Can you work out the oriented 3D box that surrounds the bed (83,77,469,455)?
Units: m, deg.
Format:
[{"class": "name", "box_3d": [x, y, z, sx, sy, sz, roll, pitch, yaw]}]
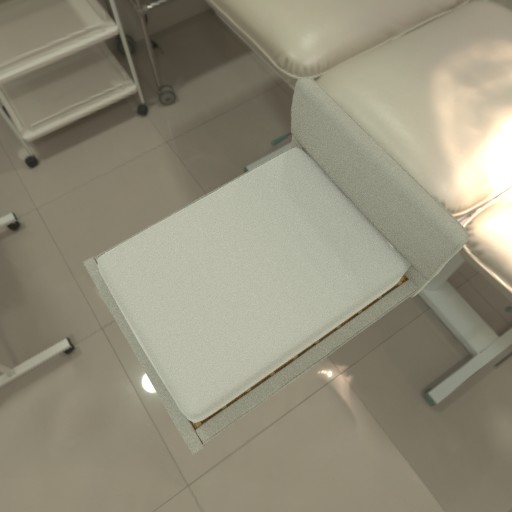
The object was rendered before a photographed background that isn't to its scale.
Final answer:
[{"class": "bed", "box_3d": [0.000, 0.000, 3.487, 2.368, 1.067, 1.840, -32, 68, -14]}]
